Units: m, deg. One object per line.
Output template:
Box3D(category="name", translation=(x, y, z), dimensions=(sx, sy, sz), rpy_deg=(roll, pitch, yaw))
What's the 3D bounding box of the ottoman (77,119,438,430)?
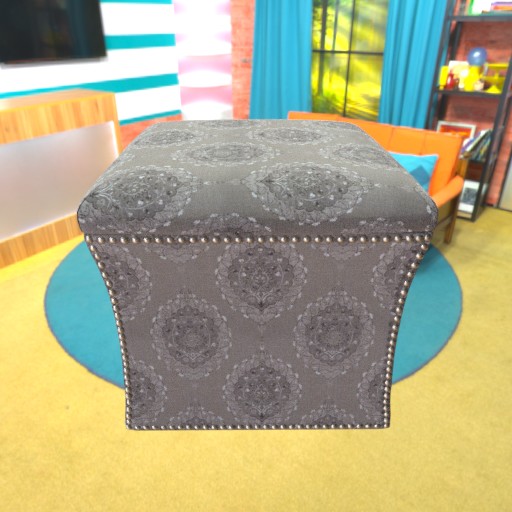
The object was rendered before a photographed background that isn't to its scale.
Box3D(category="ottoman", translation=(0.000, 0.000, 0.888), dimensions=(0.507, 0.473, 0.497), rpy_deg=(0, 28, 0))
